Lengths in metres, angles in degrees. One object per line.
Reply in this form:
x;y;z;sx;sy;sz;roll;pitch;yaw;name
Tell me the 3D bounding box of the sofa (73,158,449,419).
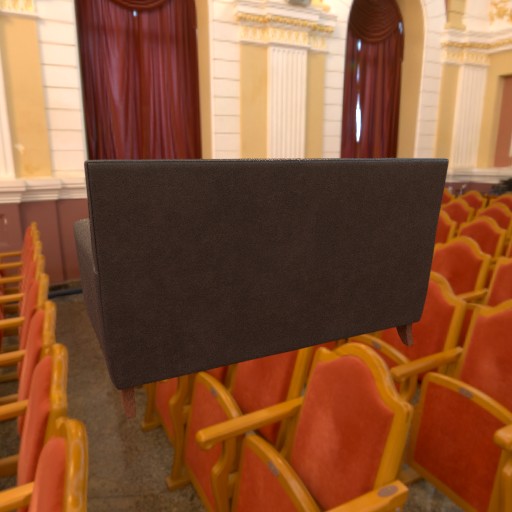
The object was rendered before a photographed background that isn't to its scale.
0.000;0.000;2.011;1.473;0.871;0.787;-6;14;-26;sofa
